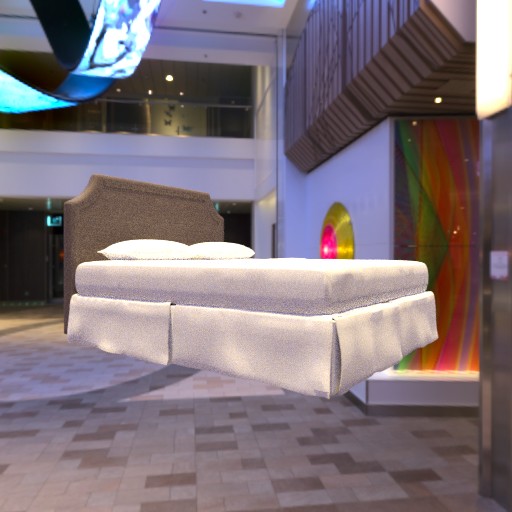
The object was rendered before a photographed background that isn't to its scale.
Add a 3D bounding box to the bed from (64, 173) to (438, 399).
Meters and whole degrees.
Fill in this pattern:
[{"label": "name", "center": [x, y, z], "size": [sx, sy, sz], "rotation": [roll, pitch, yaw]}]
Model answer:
[{"label": "bed", "center": [0.000, 0.000, 4.143], "size": [2.773, 1.590, 2.350], "rotation": [0, 0, 36]}]
